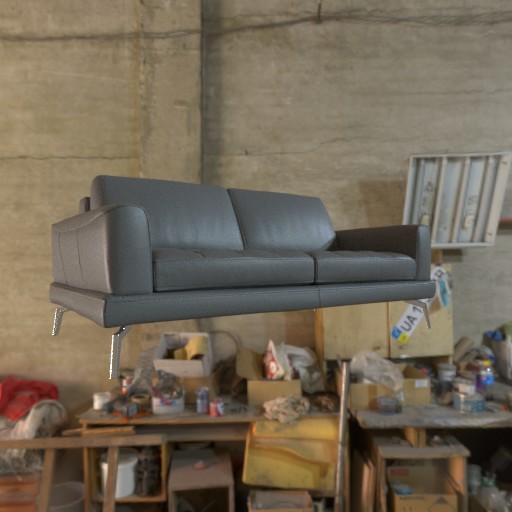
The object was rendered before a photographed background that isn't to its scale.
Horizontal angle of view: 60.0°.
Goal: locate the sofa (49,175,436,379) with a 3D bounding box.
[{"bbox_3d":[0.000,0.000,2.711,2.177,0.930,1.121,0,0,-35],"label":"sofa"}]
